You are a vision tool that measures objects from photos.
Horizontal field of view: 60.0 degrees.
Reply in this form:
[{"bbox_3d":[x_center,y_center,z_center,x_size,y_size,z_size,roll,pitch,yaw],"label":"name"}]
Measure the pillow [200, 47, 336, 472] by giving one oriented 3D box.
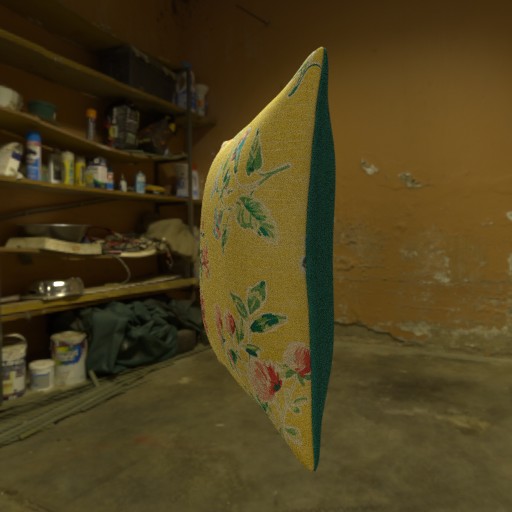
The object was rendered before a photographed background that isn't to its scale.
[{"bbox_3d":[0.000,0.000,0.776,0.166,0.508,0.525,-1,2,-17],"label":"pillow"}]
